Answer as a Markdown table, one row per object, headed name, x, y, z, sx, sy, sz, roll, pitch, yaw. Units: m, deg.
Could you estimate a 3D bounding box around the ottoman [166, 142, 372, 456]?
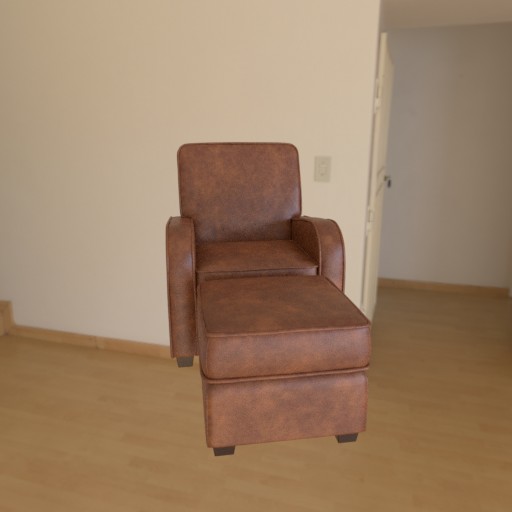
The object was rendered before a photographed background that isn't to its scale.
| name | x | y | z | sx | sy | sz | roll | pitch | yaw |
| --- | --- | --- | --- | --- | --- | --- | --- | --- | --- |
| ottoman | 0.000 | 0.000 | 1.841 | 0.732 | 0.904 | 1.314 | -2 | 15 | -8 |
